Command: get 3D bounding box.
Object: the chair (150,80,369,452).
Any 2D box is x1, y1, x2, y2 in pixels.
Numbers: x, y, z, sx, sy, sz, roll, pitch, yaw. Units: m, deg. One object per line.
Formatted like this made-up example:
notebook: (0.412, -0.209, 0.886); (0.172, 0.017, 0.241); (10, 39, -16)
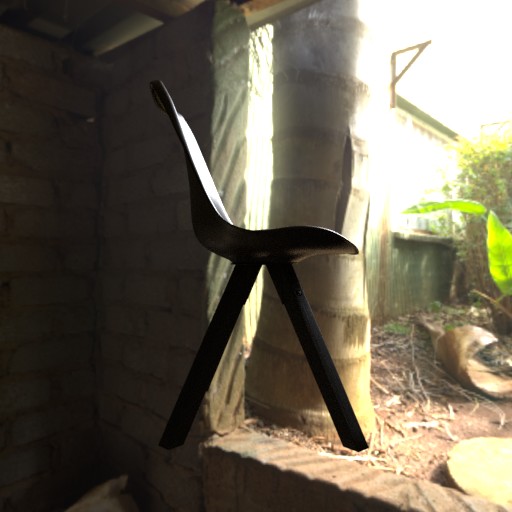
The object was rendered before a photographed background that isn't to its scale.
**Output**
chair: (0.000, 0.000, 1.182); (0.530, 0.850, 0.485); (0, 0, 2)
